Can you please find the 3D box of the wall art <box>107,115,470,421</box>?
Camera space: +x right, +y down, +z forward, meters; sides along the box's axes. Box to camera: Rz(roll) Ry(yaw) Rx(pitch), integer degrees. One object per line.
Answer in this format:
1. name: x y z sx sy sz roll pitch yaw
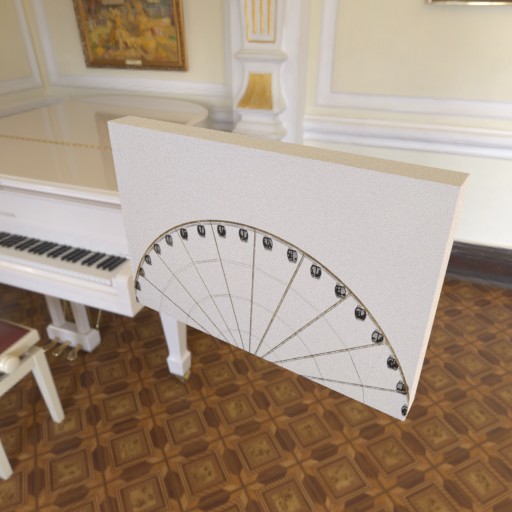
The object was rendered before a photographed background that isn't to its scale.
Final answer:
1. wall art: 0.000 0.000 0.494 0.384 0.254 0.039 18 34 29
